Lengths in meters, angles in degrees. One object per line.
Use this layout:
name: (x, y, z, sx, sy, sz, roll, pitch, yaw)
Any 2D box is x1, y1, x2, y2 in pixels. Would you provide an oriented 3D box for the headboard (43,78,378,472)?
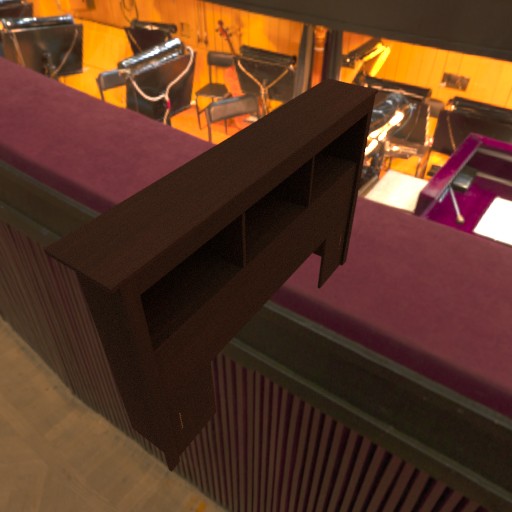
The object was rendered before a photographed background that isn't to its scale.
headboard: (0.000, 0.000, 2.050, 0.279, 1.092, 1.671, 25, 46, 26)
